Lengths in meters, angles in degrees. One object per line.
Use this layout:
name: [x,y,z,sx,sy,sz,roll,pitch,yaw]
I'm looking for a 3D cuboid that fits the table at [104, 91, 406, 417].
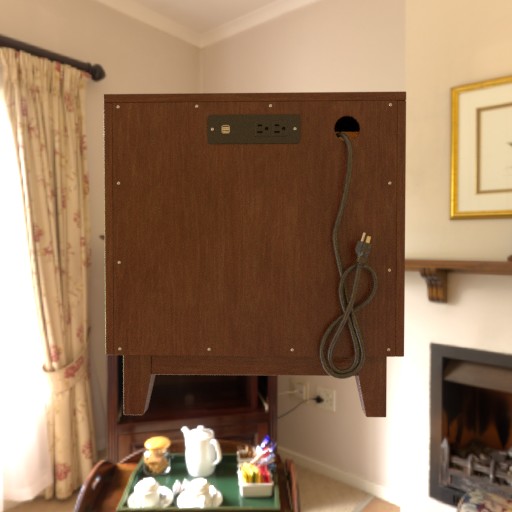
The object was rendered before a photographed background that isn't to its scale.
table: [0.000,0.000,0.999,0.557,0.609,0.449,0,1,1]
